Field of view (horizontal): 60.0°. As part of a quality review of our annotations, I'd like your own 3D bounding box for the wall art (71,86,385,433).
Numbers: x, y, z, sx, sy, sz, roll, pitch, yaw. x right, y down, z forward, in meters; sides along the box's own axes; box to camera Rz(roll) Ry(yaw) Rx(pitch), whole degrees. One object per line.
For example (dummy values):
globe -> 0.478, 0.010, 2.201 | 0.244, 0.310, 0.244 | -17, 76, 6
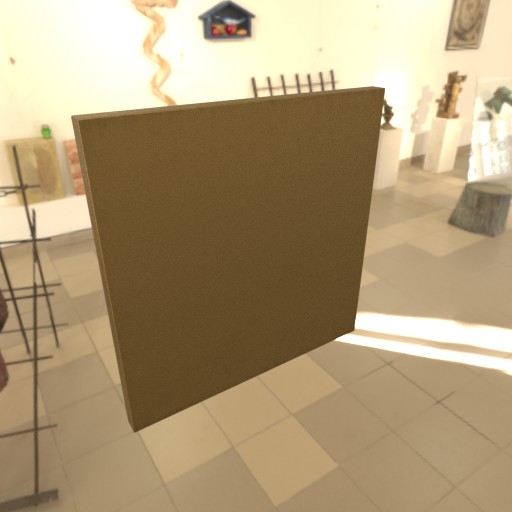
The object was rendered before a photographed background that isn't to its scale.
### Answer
wall art -> 0.000, 0.000, 0.751 | 0.503, 0.506, 0.030 | -17, 32, -29
